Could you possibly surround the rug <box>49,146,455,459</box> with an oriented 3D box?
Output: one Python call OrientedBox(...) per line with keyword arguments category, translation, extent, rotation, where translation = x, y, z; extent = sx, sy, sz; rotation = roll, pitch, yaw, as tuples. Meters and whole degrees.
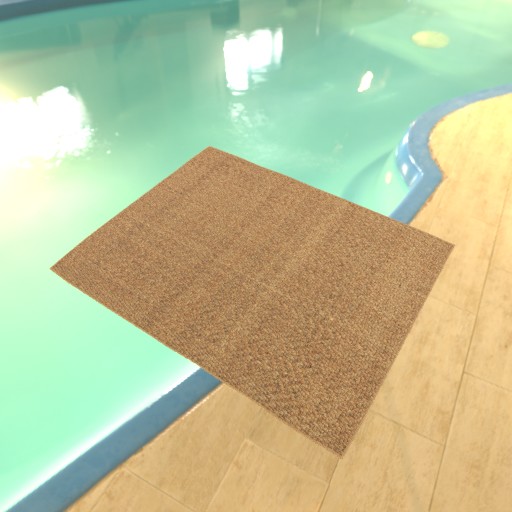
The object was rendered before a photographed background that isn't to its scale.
OrientedBox(category="rug", translation=(0.000, 0.000, 4.206), extent=(3.048, 0.013, 2.439), rotation=(27, 53, 22))
